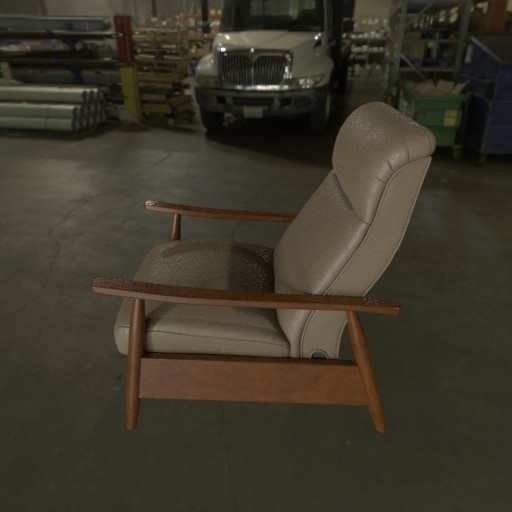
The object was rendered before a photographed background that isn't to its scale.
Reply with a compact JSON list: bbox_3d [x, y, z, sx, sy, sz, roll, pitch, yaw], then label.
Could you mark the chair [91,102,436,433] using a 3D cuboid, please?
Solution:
[{"bbox_3d":[0.000,0.000,1.723,1.014,1.082,0.762,0,27,1],"label":"chair"}]
